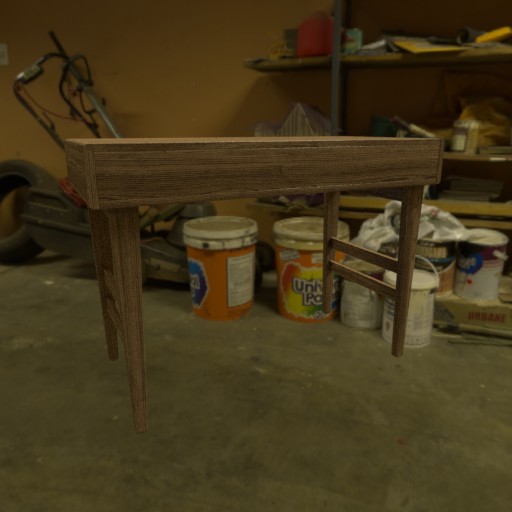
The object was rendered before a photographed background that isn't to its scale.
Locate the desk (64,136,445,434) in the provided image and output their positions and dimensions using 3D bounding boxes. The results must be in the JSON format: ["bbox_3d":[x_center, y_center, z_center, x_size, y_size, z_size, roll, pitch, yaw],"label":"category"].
[{"bbox_3d":[0.000,0.000,1.476,1.067,0.755,0.508,-8,18,-26],"label":"desk"}]
